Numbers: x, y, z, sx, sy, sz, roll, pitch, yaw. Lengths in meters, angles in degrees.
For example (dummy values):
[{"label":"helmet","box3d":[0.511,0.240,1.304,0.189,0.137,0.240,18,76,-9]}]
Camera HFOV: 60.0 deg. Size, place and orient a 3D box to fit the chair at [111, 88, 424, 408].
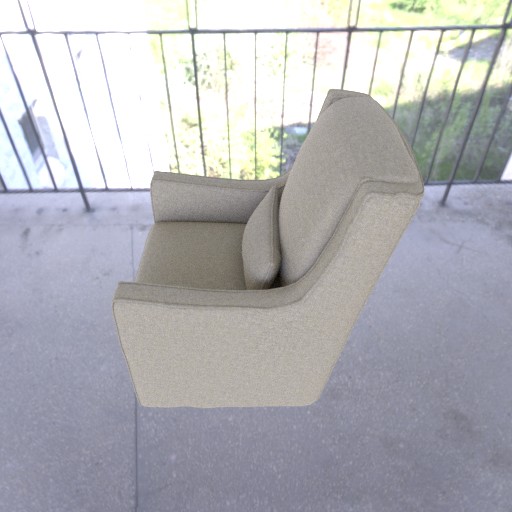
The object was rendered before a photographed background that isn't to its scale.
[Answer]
[{"label":"chair","box3d":[0.000,0.000,1.595,0.879,0.993,0.732,0,41,0]}]
